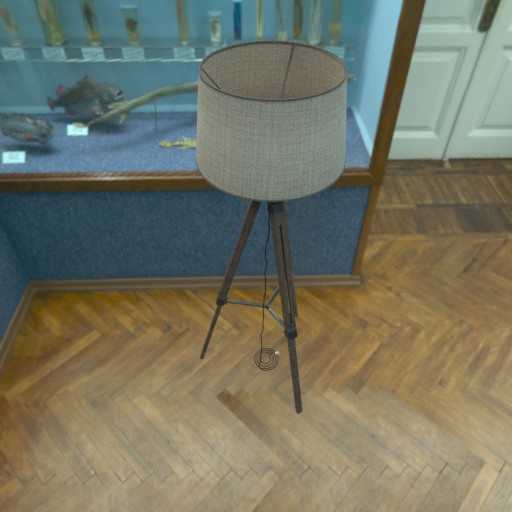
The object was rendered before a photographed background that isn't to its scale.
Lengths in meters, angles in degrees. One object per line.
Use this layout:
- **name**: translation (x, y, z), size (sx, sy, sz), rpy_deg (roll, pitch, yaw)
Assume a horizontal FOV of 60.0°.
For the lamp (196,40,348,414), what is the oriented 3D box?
- **lamp**: translation (0.000, 0.000, 1.788), size (0.587, 1.510, 0.604), rpy_deg (0, 45, 0)
